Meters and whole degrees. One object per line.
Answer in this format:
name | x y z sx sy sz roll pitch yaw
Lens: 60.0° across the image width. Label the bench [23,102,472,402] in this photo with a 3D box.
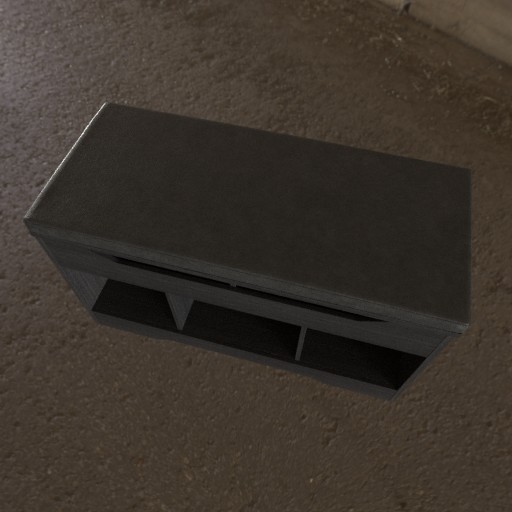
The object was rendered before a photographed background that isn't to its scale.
bench | 0.000 0.000 1.162 0.905 0.501 0.401 13 57 8
